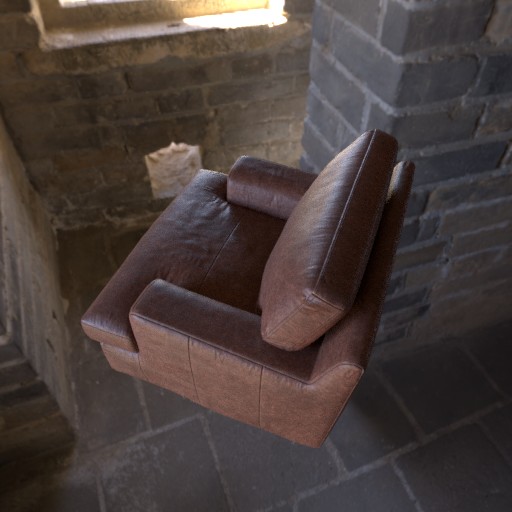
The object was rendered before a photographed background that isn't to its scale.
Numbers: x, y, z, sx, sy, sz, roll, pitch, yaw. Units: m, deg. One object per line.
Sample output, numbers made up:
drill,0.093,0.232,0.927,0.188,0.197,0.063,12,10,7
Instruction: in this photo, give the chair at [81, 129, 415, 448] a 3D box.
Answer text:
chair,0.000,0.000,1.993,1.143,0.939,1.168,16,49,14
